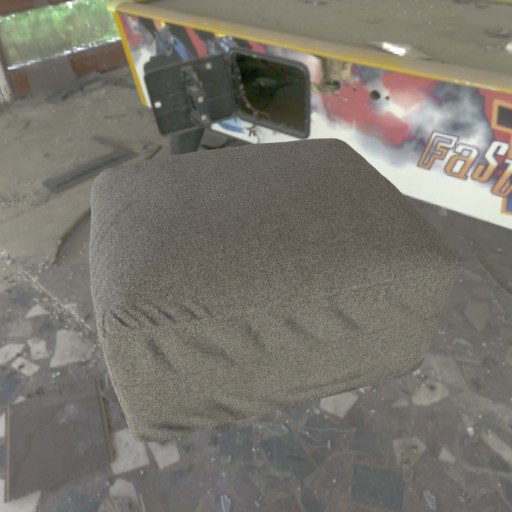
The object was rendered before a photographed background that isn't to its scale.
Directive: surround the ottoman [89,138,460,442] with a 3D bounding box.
[{"bbox_3d":[0.000,0.000,1.234,0.837,0.481,0.683,-10,41,-12],"label":"ottoman"}]
